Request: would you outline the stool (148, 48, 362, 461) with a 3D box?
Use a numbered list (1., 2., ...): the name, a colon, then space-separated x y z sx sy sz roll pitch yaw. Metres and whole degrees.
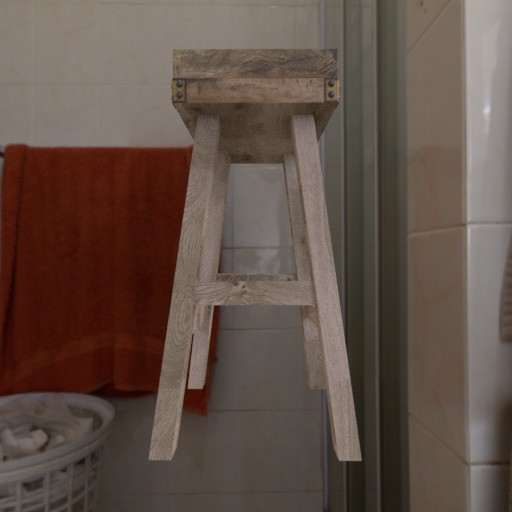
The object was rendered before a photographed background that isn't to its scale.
1. stool: 0.000 0.000 0.900 0.330 0.635 0.450 0 0 0
